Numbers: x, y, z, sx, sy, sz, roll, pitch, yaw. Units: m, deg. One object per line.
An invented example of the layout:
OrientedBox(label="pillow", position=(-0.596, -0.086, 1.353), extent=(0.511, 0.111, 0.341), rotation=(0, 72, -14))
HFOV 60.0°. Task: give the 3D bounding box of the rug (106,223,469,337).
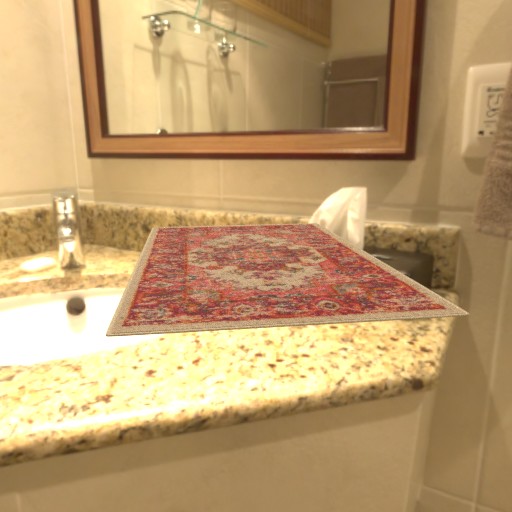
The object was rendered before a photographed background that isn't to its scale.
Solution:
OrientedBox(label="rug", position=(0.000, 0.000, 1.073), extent=(0.556, 0.004, 0.868), rotation=(-2, 14, -8))
